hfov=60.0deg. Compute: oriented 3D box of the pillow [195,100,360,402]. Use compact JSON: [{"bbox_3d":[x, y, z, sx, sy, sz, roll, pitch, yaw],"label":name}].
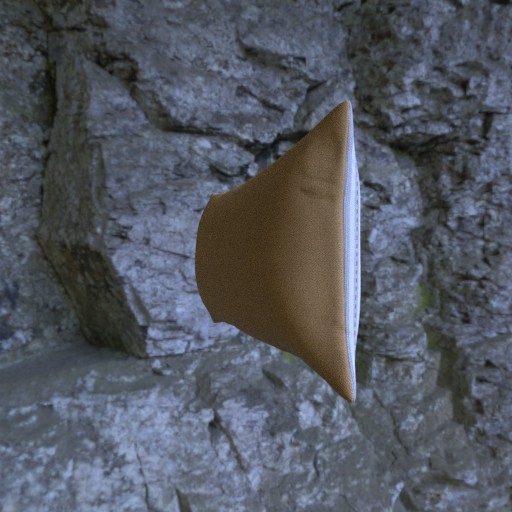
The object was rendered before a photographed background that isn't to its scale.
[{"bbox_3d":[0.000,0.000,0.713,0.151,0.291,0.608,0,-1,-18],"label":"pillow"}]
